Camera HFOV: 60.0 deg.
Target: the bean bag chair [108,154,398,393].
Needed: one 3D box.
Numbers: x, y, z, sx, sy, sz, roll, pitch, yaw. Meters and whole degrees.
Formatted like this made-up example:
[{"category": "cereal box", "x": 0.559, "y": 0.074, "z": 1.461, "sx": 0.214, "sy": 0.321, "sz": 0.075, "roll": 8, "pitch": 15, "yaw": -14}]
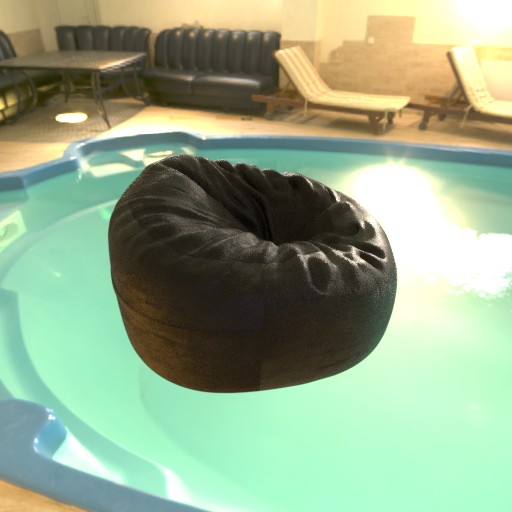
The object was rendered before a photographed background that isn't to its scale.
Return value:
[{"category": "bean bag chair", "x": 0.000, "y": 0.000, "z": 2.473, "sx": 1.524, "sy": 0.878, "sz": 1.524, "roll": 1, "pitch": 31, "yaw": 2}]
